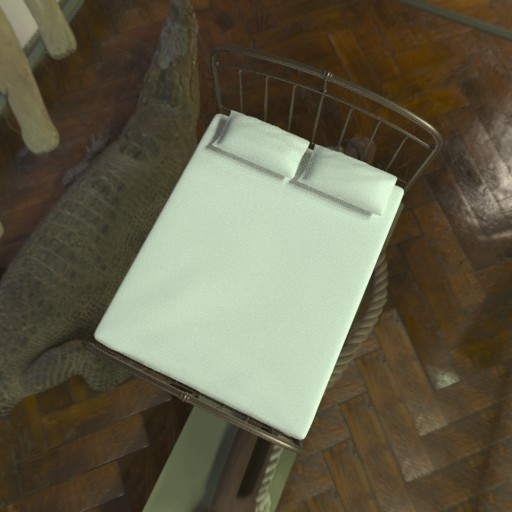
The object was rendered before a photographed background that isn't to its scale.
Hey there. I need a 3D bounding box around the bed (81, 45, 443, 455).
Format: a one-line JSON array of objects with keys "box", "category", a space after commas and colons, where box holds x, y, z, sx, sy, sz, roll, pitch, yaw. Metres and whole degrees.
[{"box": [0.000, 0.000, 3.162, 1.711, 1.475, 2.168, 24, 76, 7], "category": "bed"}]
